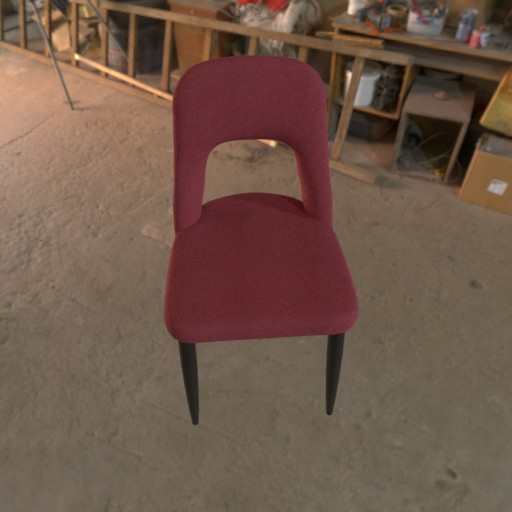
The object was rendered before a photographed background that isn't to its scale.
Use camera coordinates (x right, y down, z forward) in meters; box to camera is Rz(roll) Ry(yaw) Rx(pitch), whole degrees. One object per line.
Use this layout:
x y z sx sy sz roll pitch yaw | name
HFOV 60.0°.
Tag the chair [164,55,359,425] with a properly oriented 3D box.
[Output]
0.000 0.000 1.241 0.483 0.892 0.569 -3 47 -3 | chair
